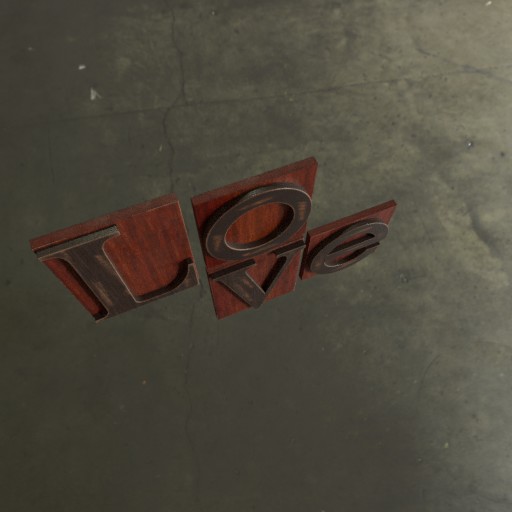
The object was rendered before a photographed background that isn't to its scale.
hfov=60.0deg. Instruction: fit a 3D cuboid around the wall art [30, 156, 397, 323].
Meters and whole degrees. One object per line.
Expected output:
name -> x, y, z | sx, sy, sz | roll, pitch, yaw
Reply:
wall art -> 0.000, 0.000, 0.853 | 0.635, 0.497, 0.030 | -20, 64, -11
